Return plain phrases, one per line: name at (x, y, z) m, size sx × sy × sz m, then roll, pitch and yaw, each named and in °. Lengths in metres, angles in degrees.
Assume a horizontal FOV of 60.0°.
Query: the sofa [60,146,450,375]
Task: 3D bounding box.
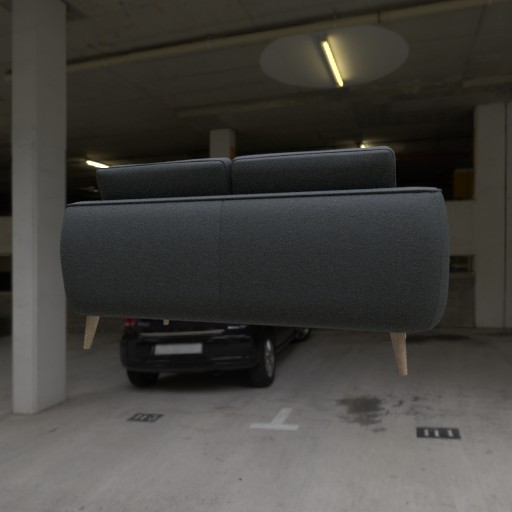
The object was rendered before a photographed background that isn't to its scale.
sofa at (0.000, 0.000, 2.179) m, size 1.700 × 0.850 × 0.920 m, roll 0°, pitch 0°, yaw 18°
